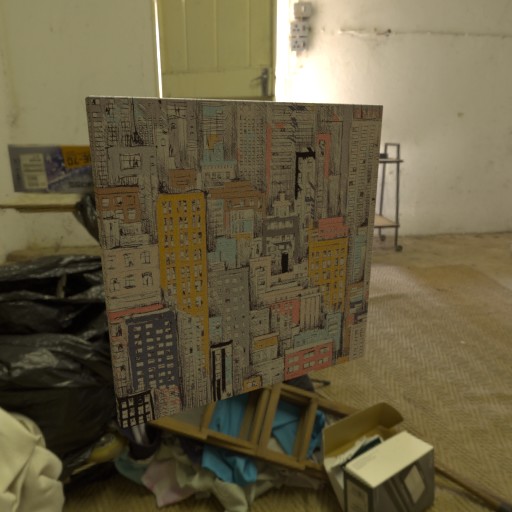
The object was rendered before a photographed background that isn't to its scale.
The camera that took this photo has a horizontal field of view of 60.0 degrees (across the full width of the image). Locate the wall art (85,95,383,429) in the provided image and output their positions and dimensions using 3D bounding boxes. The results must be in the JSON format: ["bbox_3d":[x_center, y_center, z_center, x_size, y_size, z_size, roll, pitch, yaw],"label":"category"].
[{"bbox_3d":[0.000,0.000,0.921,0.607,0.608,0.038,-8,18,-27],"label":"wall art"}]
